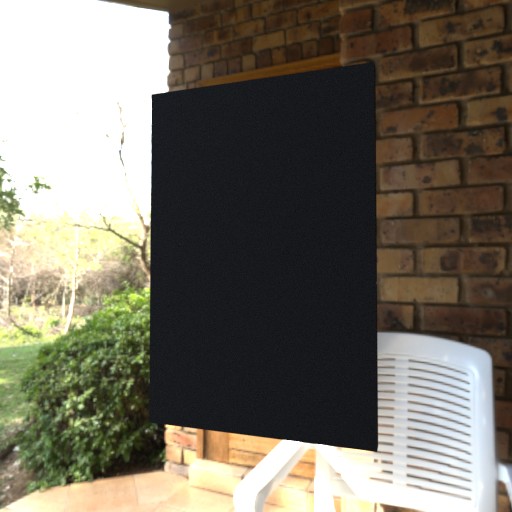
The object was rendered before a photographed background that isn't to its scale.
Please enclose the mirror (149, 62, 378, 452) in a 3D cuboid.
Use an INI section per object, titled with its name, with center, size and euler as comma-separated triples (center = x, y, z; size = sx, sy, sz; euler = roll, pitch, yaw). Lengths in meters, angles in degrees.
[mirror]
center = 0.000, 0.000, 1.154
size = 0.606, 0.912, 0.044
euler = -1, -2, 19
